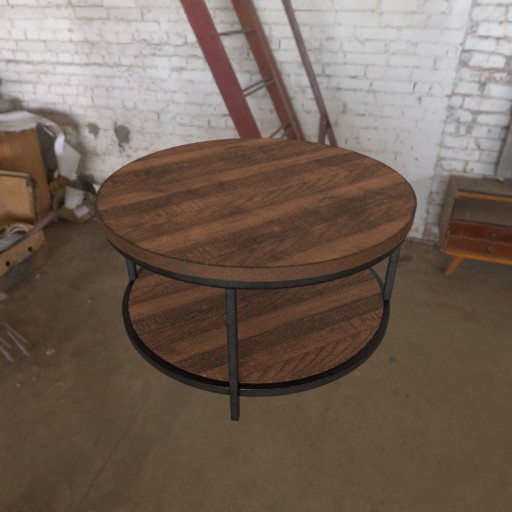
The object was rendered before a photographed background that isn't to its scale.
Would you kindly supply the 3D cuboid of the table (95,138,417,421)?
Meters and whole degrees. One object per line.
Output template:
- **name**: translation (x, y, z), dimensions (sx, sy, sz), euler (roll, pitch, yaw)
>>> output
- **table**: translation (0.000, 0.000, 1.327), dimensions (0.837, 0.462, 0.837), euler (0, 32, 0)
